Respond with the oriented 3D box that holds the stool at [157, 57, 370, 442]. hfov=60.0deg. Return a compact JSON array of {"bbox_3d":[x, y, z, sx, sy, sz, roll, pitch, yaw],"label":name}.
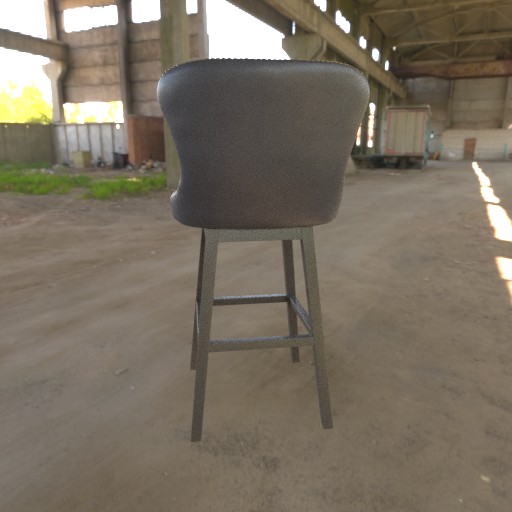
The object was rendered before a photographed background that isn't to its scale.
[{"bbox_3d":[0.000,0.000,1.379,0.528,1.050,0.601,-2,15,-8],"label":"stool"}]
